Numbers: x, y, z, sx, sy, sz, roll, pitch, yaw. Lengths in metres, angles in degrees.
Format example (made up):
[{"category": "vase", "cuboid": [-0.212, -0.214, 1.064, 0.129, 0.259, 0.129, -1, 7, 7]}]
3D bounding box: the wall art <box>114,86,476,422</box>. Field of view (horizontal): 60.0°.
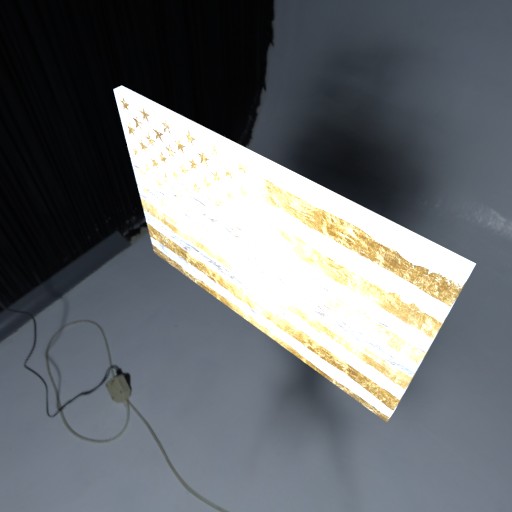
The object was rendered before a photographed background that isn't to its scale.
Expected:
[{"category": "wall art", "cuboid": [0.000, 0.000, 1.152, 0.932, 0.610, 0.027, 33, 55, 26]}]
